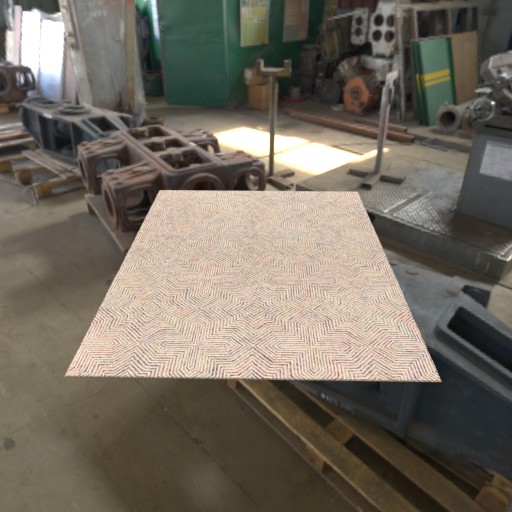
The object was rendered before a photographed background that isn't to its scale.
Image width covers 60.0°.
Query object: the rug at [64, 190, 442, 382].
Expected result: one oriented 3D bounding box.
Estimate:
[{"bbox_3d":[0.000,0.000,4.160,2.442,0.008,3.046,1,32,1],"label":"rug"}]
